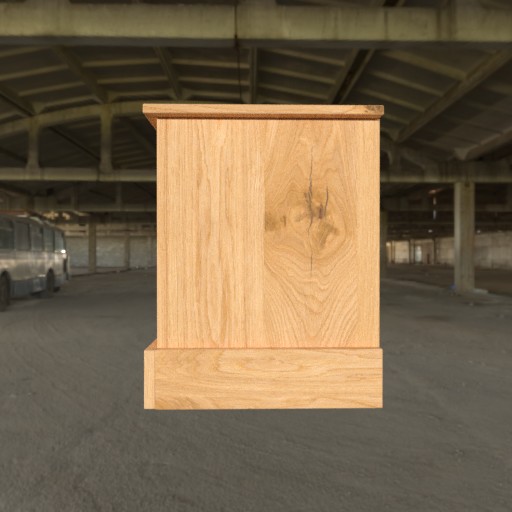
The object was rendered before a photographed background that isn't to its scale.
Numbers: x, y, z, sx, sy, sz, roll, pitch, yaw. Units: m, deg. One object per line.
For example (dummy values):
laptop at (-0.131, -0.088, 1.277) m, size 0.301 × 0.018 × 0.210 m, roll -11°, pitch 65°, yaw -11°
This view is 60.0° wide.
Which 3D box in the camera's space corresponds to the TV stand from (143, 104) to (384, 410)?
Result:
TV stand at (0.000, 0.000, 1.336) m, size 0.440 × 0.550 × 1.080 m, roll 0°, pitch 0°, yaw -1°
